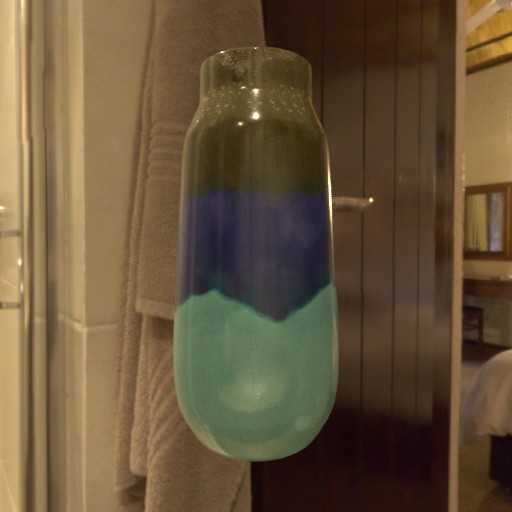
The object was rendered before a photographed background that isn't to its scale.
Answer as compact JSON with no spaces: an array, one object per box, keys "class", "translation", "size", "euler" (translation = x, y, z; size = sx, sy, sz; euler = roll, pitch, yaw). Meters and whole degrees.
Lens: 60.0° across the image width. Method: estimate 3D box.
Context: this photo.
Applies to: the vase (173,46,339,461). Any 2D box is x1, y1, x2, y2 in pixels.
[{"class":"vase","translation":[0.000,0.000,0.374],"size":[0.139,0.313,0.139],"euler":[0,1,0]}]
